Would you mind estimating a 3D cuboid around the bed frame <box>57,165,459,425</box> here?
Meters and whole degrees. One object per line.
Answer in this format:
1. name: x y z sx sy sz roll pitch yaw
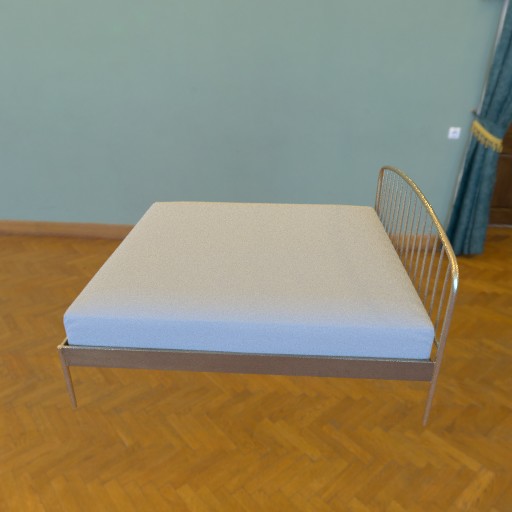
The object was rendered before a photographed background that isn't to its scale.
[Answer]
1. bed frame: 0.000 0.000 3.308 2.152 1.174 2.016 2 26 3
